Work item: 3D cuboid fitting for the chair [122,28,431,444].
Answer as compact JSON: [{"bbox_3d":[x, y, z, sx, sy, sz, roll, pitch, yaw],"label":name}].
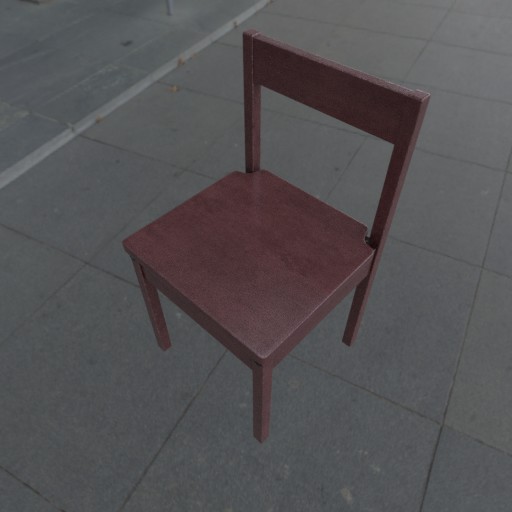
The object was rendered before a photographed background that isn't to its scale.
[{"bbox_3d":[0.000,0.000,0.875,0.367,0.668,0.361,35,56,27],"label":"chair"}]
